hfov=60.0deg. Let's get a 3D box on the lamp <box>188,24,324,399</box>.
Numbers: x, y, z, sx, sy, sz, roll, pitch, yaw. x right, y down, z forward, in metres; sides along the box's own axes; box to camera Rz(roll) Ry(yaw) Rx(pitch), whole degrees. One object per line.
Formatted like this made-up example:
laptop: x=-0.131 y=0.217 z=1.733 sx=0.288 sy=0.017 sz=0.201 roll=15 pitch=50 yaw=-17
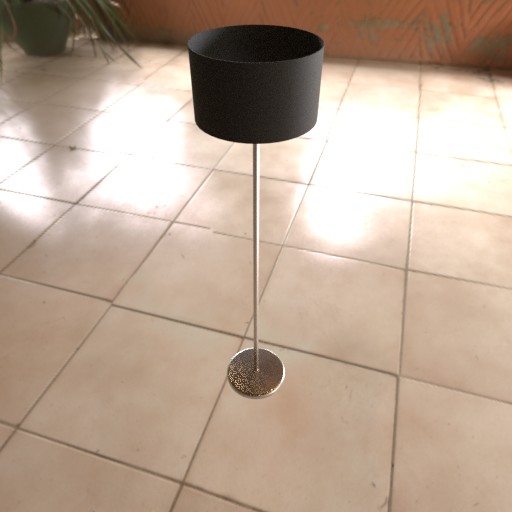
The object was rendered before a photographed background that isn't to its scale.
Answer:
lamp: x=0.000 y=0.000 z=1.603 sx=0.348 sy=1.443 sz=0.348 roll=11 pitch=42 yaw=12
